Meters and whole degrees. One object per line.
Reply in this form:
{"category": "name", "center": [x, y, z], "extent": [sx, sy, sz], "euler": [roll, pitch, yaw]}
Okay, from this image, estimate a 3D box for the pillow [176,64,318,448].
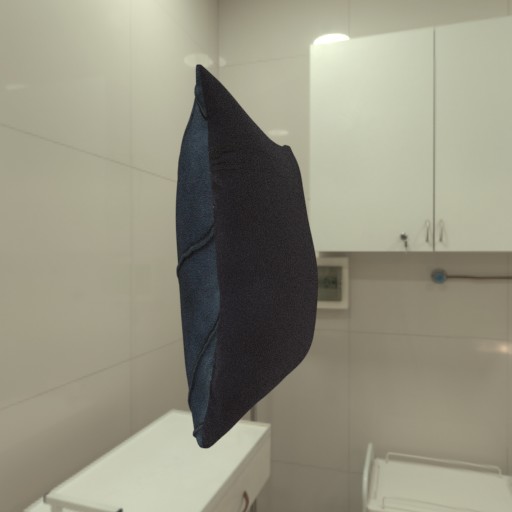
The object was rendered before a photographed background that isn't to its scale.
{"category": "pillow", "center": [0.000, 0.000, 0.696], "extent": [0.183, 0.440, 0.439], "euler": [0, 0, 18]}
